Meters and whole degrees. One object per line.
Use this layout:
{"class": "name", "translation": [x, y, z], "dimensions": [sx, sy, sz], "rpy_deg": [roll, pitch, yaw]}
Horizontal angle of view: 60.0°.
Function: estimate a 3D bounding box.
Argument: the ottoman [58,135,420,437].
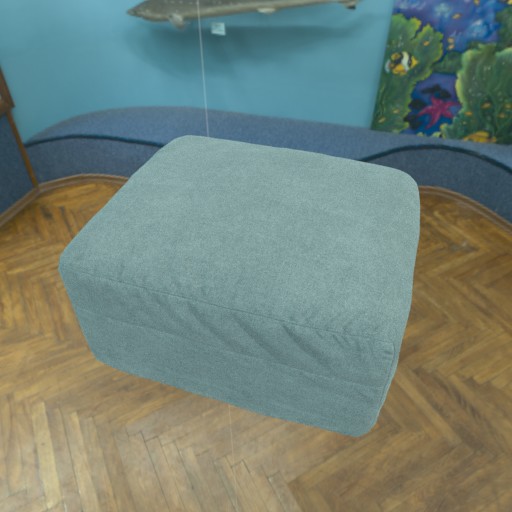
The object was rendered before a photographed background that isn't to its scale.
{"class": "ottoman", "translation": [0.000, 0.000, 1.263], "dimensions": [0.837, 0.481, 0.683], "rpy_deg": [13, 43, 14]}
